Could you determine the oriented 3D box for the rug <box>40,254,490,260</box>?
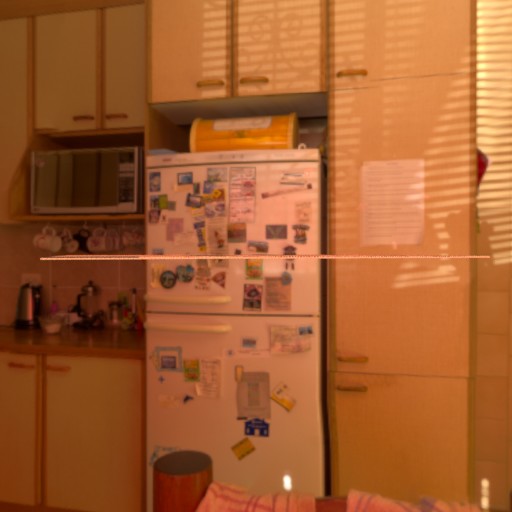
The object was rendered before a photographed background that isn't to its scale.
[{"bbox_3d":[0.000,0.000,2.974,2.436,0.015,1.521,0,0,-19],"label":"rug"}]
